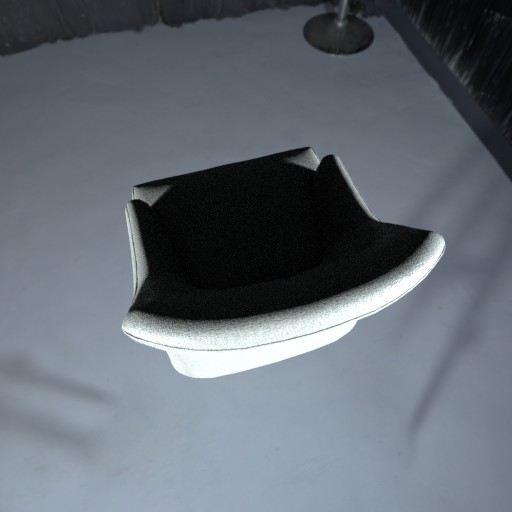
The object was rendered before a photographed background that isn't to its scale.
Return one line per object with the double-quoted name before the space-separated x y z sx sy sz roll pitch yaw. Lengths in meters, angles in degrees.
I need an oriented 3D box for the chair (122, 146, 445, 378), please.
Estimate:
"chair" 0.000 0.000 1.584 0.864 0.856 0.923 -15 60 -9
